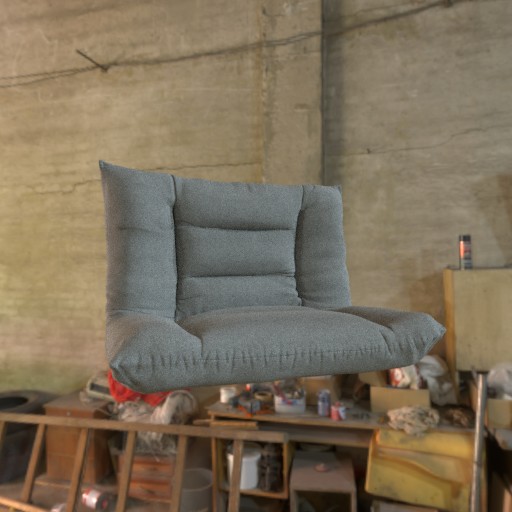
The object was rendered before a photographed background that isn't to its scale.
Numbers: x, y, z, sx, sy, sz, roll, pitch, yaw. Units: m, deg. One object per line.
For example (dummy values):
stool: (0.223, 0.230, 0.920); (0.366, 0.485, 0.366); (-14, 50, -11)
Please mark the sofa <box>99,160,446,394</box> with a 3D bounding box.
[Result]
sofa: (0.000, 0.000, 1.707); (1.144, 0.795, 0.847); (0, 0, -19)
